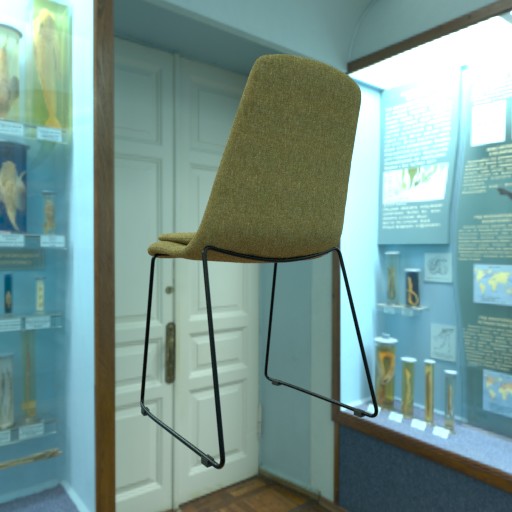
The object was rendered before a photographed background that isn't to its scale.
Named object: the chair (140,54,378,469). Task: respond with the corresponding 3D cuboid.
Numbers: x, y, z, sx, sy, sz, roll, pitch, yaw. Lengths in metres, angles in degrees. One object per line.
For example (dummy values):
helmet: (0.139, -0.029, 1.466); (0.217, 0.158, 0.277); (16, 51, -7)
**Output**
chair: (0.000, 0.000, 1.162); (0.479, 0.849, 0.496); (0, 1, -36)
